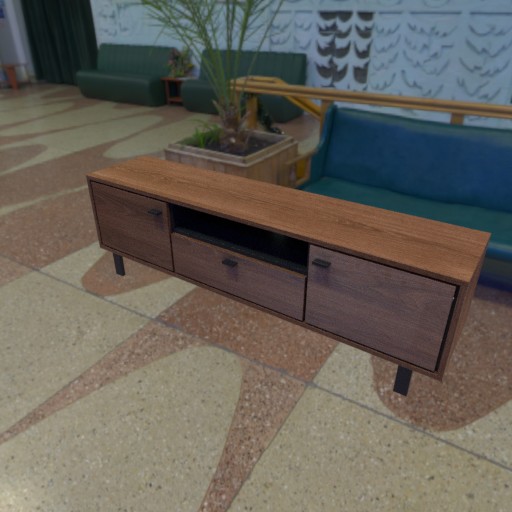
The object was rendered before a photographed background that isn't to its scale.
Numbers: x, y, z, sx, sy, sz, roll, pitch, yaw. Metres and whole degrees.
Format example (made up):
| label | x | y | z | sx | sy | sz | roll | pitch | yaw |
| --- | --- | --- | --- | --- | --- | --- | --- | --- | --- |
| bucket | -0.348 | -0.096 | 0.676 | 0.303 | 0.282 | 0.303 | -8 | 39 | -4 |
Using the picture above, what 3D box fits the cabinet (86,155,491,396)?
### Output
| label | x | y | z | sx | sy | sz | roll | pitch | yaw |
| --- | --- | --- | --- | --- | --- | --- | --- | --- | --- |
| cabinet | 0.000 | 0.000 | 1.878 | 1.650 | 0.500 | 0.400 | 18 | 34 | 29 |
